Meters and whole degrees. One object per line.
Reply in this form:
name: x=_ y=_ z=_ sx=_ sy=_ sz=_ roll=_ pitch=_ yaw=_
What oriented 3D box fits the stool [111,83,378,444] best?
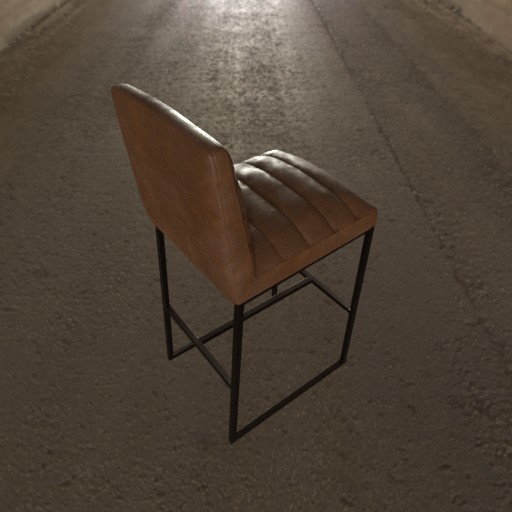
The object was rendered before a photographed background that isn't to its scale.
stool: x=0.000 y=0.000 z=1.379 sx=0.562 sy=1.065 sz=0.463 roll=-26 pitch=47 yaw=-28
